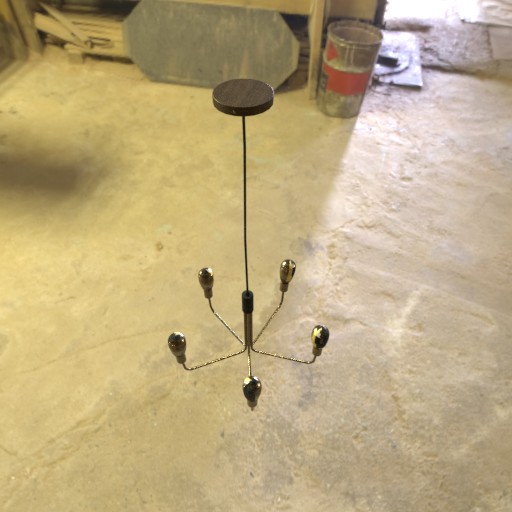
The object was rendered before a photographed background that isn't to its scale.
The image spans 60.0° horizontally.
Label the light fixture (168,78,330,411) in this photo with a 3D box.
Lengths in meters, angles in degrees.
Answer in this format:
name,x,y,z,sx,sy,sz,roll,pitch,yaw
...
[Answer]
name,x,y,z,sx,sy,sz,roll,pitch,yaw
light fixture,0.000,0.000,1.358,0.532,1.059,0.588,11,48,10
